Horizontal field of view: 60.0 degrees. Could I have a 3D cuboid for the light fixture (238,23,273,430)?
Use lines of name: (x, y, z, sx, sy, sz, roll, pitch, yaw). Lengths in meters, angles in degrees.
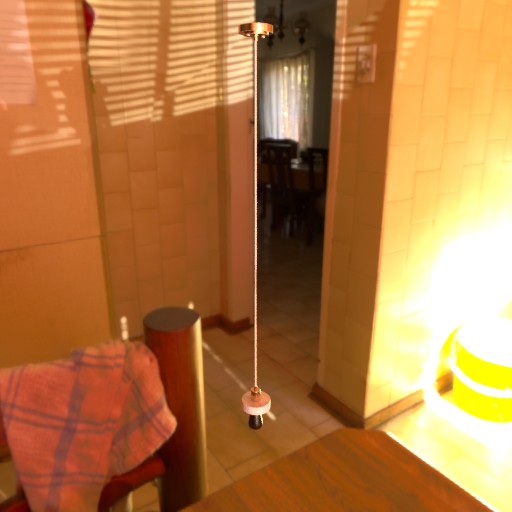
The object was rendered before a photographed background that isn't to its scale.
light fixture: (0.000, 0.000, 1.789, 0.129, 1.669, 0.129, 8, 20, 24)
